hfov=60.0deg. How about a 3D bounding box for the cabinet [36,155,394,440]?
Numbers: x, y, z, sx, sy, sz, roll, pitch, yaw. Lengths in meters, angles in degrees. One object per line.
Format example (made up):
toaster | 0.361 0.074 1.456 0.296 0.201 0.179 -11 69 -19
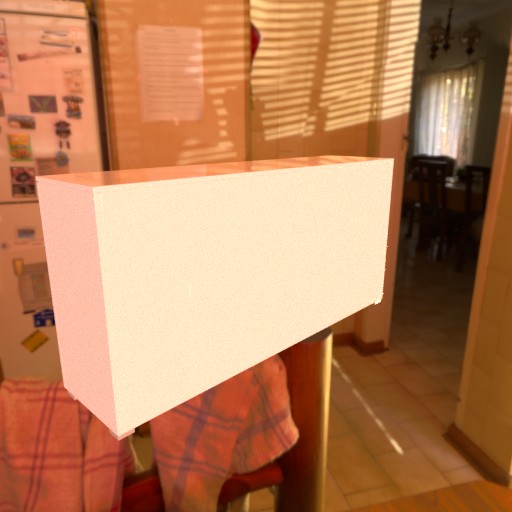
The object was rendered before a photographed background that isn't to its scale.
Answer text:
cabinet | 0.000 0.000 1.989 0.400 0.800 1.650 15 22 42
